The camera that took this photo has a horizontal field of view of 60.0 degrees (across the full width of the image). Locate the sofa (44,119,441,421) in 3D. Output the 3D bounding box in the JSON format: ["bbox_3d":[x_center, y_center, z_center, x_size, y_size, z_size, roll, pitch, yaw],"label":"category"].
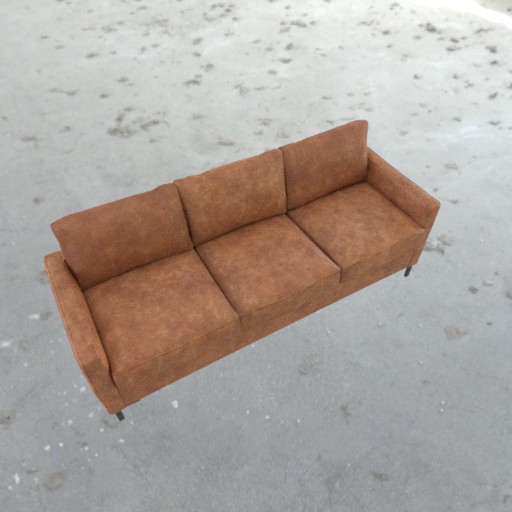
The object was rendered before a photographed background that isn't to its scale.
[{"bbox_3d":[0.000,0.000,2.433,2.029,0.863,0.748,-23,51,-20],"label":"sofa"}]
